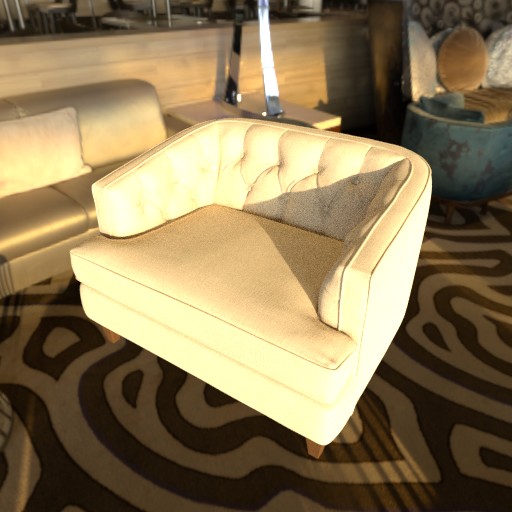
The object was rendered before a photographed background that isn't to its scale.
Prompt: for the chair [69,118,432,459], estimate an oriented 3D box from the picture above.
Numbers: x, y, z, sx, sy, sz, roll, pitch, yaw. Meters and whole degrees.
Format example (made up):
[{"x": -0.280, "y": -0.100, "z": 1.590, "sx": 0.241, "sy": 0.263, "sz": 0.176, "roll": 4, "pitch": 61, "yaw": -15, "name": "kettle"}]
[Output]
[{"x": 0.000, "y": 0.000, "z": 1.723, "sx": 1.118, "sy": 0.787, "sz": 0.914, "roll": 19, "pitch": 37, "yaw": 28, "name": "chair"}]
